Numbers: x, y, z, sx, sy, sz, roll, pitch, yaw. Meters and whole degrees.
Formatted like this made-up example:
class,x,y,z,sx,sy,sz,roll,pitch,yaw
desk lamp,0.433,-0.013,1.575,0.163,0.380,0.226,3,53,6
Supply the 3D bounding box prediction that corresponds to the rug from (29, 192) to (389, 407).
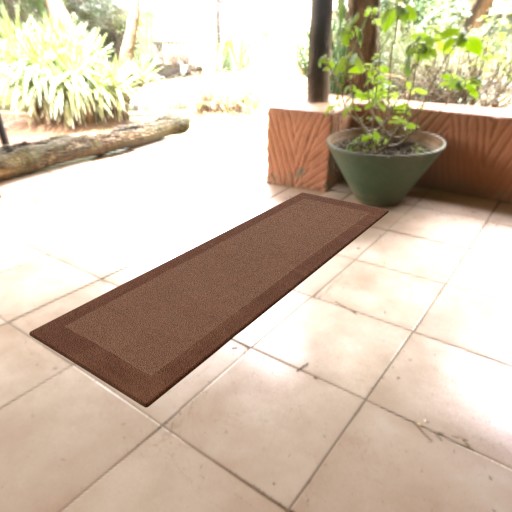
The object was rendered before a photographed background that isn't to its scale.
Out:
class,x,y,z,sx,sy,sz,roll,pitch,yaw
rug,0.000,0.000,2.669,0.764,0.017,2.439,17,31,31
